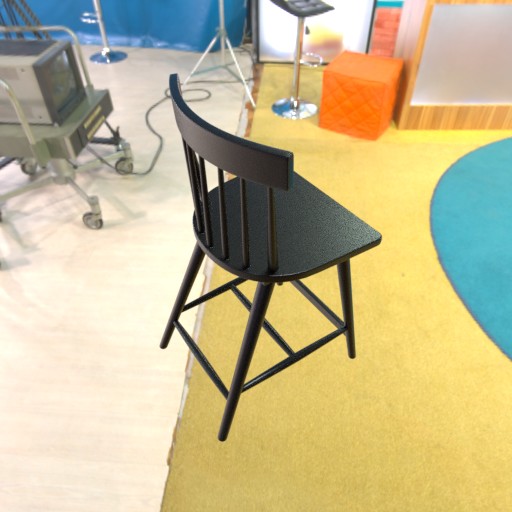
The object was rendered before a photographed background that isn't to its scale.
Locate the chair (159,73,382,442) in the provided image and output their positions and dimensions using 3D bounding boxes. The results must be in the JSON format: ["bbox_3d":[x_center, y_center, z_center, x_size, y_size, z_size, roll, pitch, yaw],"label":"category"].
[{"bbox_3d":[0.000,0.000,1.301,0.572,0.952,0.483,-25,49,-24],"label":"chair"}]
